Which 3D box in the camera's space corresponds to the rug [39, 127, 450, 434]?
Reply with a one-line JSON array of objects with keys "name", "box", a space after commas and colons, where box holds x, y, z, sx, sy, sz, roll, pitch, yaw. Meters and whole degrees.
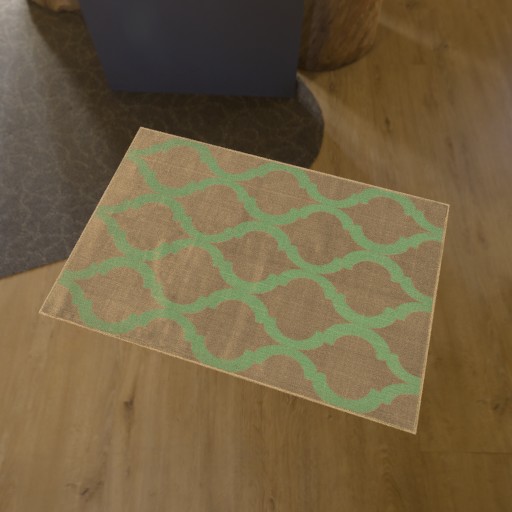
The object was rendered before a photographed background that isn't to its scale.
[{"name": "rug", "box": [0.000, 0.000, 2.854, 2.286, 0.006, 1.524, 16, 65, 7]}]
